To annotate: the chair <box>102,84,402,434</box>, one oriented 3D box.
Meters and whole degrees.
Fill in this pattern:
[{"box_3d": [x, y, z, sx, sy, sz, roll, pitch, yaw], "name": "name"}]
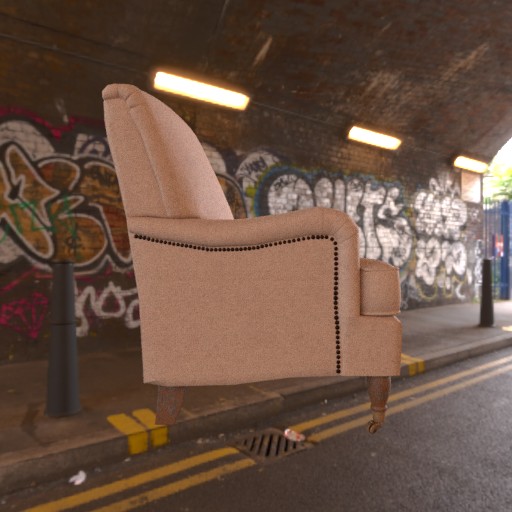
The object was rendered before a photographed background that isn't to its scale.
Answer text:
[{"box_3d": [0.000, 0.000, 1.776, 0.953, 1.119, 0.879, 0, 0, 1], "name": "chair"}]
